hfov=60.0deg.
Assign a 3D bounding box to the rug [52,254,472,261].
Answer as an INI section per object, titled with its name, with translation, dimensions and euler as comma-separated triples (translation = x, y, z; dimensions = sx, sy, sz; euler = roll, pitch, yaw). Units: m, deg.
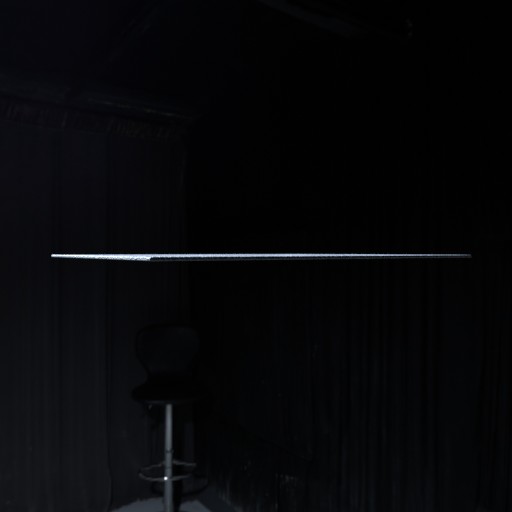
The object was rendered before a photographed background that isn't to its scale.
[rug]
translation = 0.000, 0.000, 4.105
dimensions = 3.042, 0.021, 2.456
euler = 0, 1, -35
